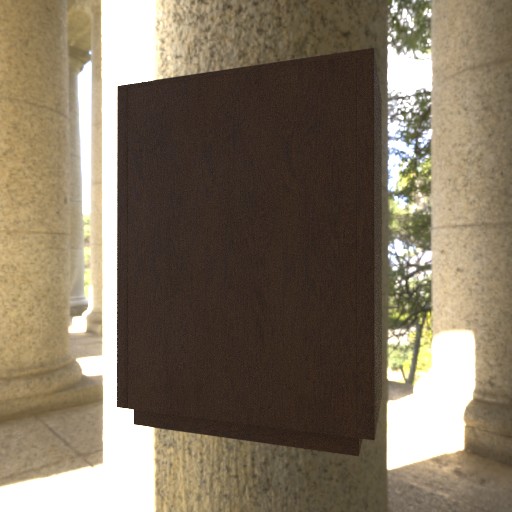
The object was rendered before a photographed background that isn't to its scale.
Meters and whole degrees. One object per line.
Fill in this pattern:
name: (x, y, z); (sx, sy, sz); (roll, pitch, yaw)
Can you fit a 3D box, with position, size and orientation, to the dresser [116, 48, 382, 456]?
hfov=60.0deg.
dresser: (0.000, 0.000, 1.803); (0.964, 1.320, 0.516); (0, 0, 19)
